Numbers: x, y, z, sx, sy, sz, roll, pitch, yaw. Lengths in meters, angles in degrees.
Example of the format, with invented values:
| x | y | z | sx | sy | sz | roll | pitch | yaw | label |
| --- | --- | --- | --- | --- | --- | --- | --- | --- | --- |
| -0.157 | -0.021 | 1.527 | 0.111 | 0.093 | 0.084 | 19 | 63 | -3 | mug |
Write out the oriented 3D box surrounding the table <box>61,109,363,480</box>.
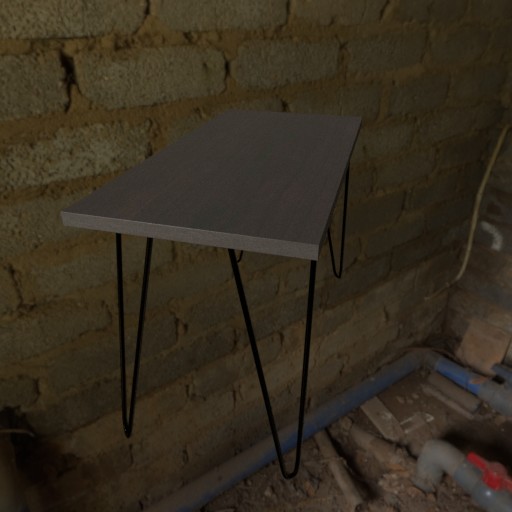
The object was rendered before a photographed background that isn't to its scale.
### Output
| x | y | z | sx | sy | sz | roll | pitch | yaw | label |
| --- | --- | --- | --- | --- | --- | --- | --- | --- | --- |
| 0.000 | 0.000 | 1.369 | 0.499 | 0.660 | 0.991 | 8 | 31 | 14 | table |
